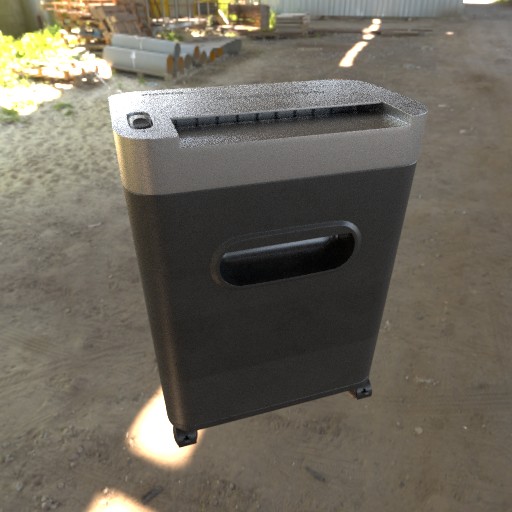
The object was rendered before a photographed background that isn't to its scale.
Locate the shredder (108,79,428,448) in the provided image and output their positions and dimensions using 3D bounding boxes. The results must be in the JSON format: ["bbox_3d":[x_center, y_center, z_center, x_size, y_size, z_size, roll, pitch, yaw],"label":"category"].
[{"bbox_3d":[0.000,0.000,0.596,0.311,0.419,0.237,-9,33,-15],"label":"shredder"}]
